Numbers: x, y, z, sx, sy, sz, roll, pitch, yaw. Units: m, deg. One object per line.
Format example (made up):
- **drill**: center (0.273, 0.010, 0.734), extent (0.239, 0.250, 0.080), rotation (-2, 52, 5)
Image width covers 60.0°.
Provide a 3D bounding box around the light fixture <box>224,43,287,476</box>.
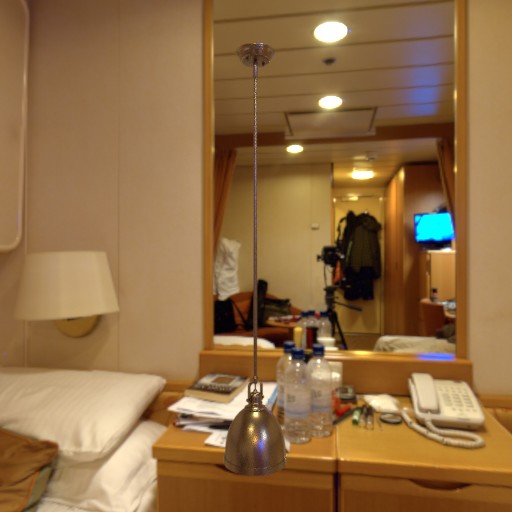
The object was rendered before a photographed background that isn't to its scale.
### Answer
- **light fixture**: center (0.000, 0.000, 1.486), extent (0.217, 1.367, 0.211), rotation (0, 0, -37)
